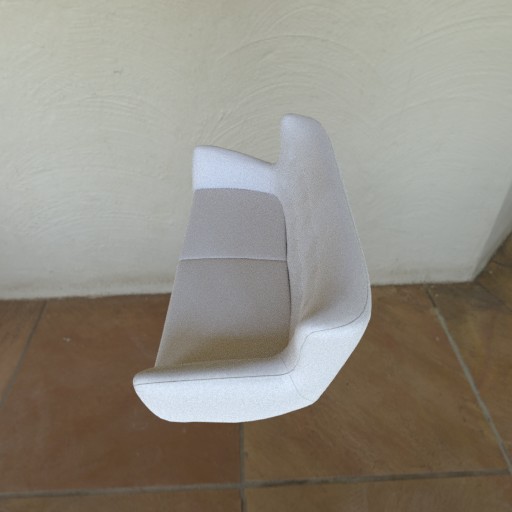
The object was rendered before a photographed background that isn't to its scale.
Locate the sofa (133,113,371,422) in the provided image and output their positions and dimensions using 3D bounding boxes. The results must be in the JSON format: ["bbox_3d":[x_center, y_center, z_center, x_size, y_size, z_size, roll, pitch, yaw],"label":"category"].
[{"bbox_3d":[0.000,0.000,2.410,0.899,0.890,1.930,0,40,0],"label":"sofa"}]
